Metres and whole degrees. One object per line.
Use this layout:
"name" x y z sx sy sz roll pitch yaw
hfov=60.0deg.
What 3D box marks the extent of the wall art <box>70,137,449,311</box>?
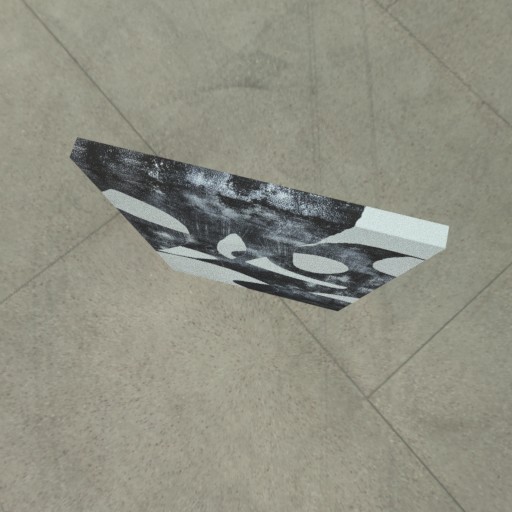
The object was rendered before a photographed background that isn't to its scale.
"wall art" 0.000 0.000 1.145 0.610 0.915 0.041 14 77 3
